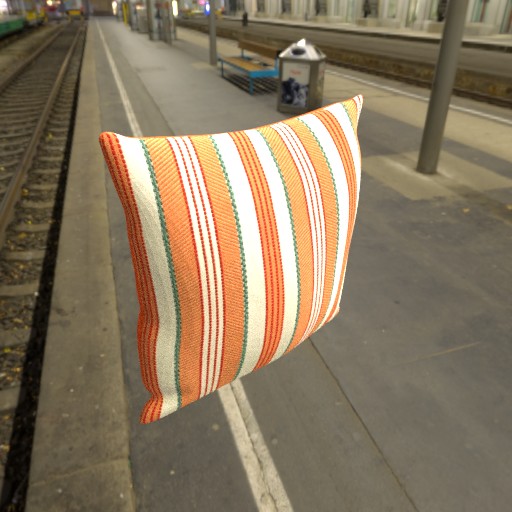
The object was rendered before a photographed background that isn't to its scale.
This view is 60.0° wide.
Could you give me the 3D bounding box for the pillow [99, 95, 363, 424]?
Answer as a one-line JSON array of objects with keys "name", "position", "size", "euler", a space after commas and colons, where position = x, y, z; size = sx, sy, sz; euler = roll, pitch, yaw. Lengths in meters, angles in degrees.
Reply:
[{"name": "pillow", "position": [0.000, 0.000, 0.682], "size": [0.440, 0.441, 0.182], "euler": [-22, 36, -33]}]
